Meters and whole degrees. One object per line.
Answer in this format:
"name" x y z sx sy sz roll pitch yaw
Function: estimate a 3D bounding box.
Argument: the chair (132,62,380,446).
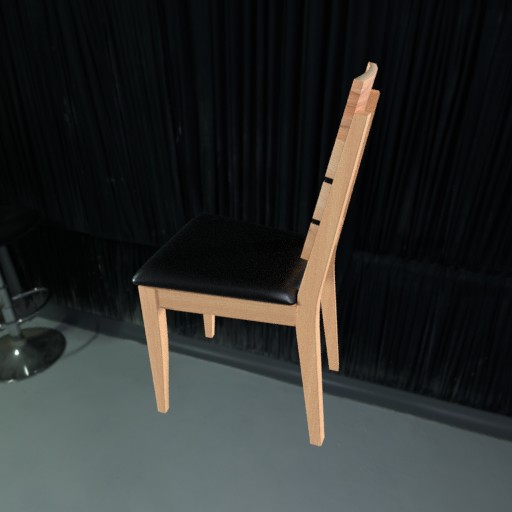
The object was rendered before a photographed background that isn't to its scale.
"chair" 0.000 0.000 1.185 0.520 0.940 0.410 9 30 15
